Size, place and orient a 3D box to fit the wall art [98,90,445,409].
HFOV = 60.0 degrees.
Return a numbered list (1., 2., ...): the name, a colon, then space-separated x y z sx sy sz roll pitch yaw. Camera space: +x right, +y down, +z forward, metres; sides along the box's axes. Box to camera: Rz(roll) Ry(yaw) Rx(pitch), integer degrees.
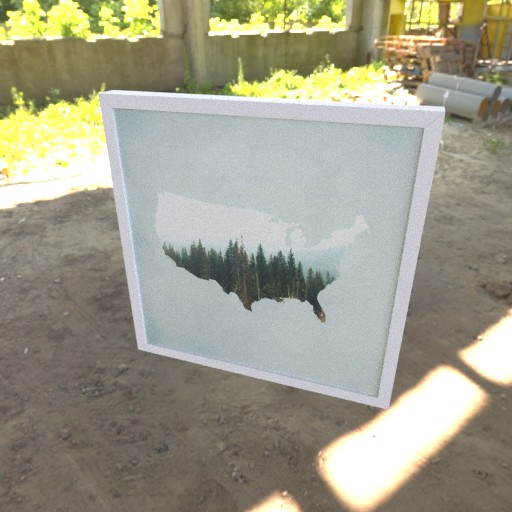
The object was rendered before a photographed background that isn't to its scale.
1. wall art: 0.000 0.000 0.452 0.304 0.304 0.024 9 29 17
